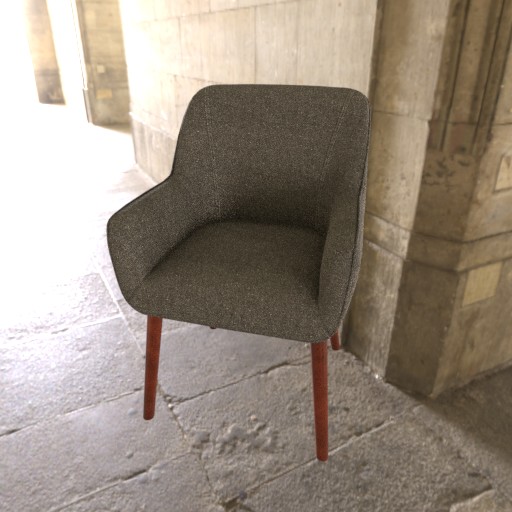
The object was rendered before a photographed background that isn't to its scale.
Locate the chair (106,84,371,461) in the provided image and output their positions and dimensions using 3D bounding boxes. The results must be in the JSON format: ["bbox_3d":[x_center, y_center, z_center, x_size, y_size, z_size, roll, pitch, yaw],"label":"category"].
[{"bbox_3d":[0.000,0.000,1.160,0.543,0.803,0.519,7,27,14],"label":"chair"}]
